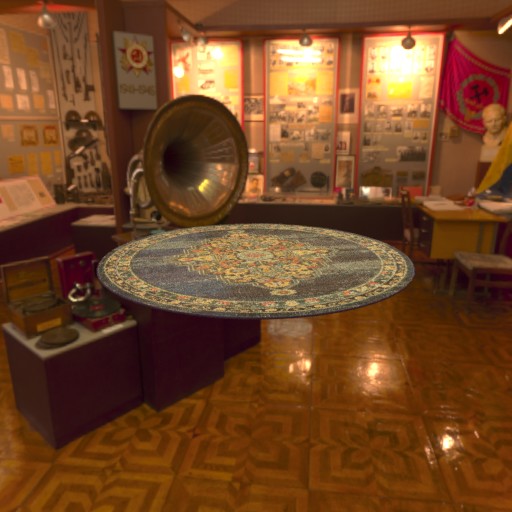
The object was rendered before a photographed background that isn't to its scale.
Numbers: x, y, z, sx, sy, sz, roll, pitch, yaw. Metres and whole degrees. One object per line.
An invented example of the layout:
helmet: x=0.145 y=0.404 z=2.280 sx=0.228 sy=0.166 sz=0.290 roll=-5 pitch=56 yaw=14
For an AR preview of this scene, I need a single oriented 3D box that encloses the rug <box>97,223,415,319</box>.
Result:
rug: x=0.000 y=0.000 z=2.340 sx=1.591 sy=0.010 sz=1.591 roll=0 pitch=16 yaw=0
